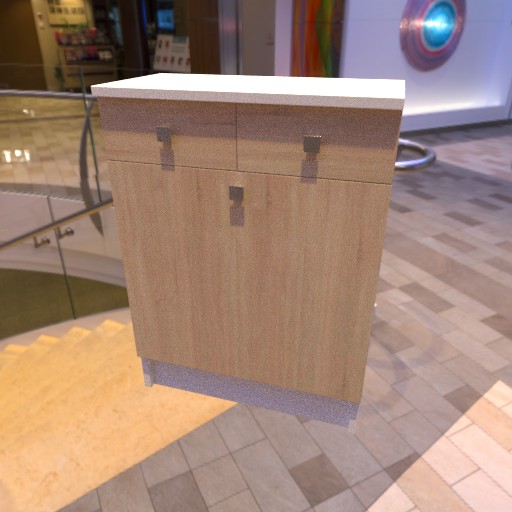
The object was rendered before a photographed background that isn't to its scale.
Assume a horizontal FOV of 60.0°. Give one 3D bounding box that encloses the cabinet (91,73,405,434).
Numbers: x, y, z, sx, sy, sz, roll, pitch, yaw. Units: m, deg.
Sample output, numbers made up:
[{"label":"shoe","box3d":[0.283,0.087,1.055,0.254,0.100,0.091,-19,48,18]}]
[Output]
[{"label":"cabinet","box3d":[0.000,0.000,1.115,0.600,0.815,0.296,8,28,15]}]
